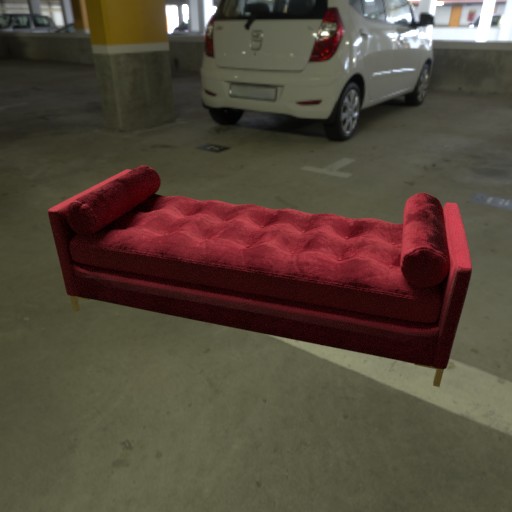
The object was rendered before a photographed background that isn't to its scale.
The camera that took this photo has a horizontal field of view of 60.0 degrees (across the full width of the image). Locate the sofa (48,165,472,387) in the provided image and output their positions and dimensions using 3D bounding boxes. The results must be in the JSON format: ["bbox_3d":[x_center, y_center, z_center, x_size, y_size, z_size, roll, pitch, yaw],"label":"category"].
[{"bbox_3d":[0.000,0.000,2.516,2.102,0.705,0.796,8,29,16],"label":"sofa"}]
